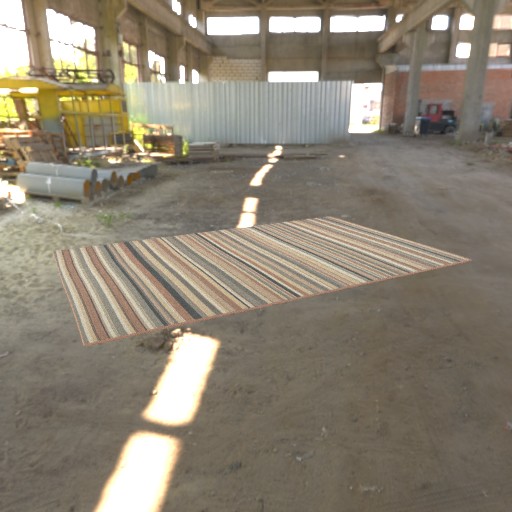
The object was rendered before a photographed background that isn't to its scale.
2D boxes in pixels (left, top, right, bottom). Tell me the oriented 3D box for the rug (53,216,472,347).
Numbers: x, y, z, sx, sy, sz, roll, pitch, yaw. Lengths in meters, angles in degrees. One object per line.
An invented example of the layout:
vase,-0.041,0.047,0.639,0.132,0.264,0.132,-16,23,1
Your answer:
rug,0.000,0.000,3.026,2.438,0.014,1.523,-9,20,-27
